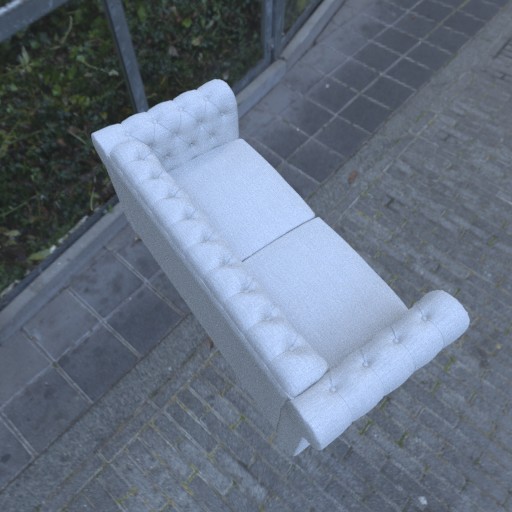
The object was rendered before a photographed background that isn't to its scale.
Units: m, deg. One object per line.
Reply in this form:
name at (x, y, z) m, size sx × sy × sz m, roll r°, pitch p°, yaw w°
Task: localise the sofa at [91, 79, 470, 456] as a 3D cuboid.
sofa at (0.000, 0.000, 2.236) m, size 0.783 × 0.797 × 1.798 m, roll -31°, pitch 63°, yaw -18°
